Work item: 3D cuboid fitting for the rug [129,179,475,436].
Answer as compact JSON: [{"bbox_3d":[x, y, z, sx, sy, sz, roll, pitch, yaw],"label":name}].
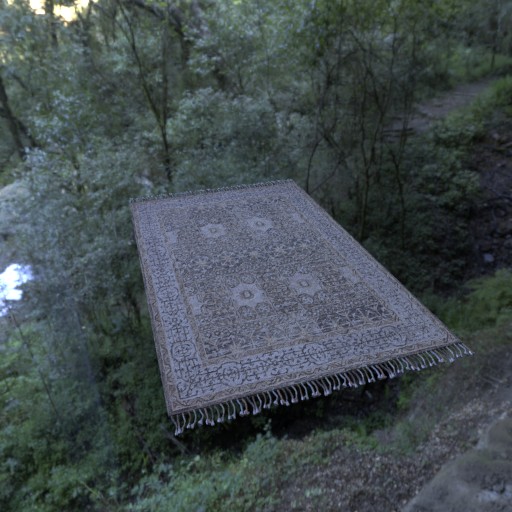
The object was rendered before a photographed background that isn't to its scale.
[{"bbox_3d":[0.000,0.000,2.461,1.237,0.010,2.029,-9,33,-15],"label":"rug"}]
